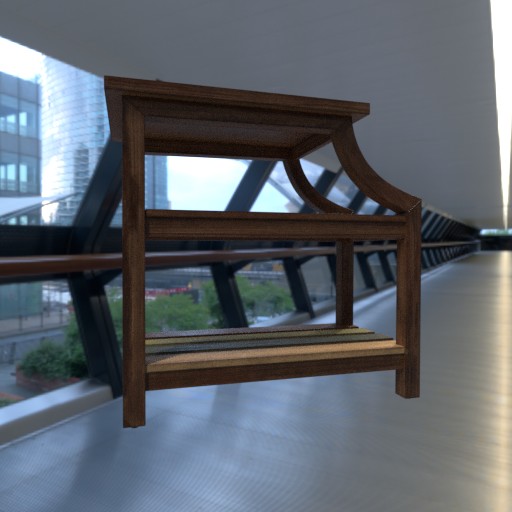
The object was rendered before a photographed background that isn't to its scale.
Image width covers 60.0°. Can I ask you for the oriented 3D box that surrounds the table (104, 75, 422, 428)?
[{"bbox_3d":[0.000,0.000,0.967,0.609,0.584,0.356,0,1,-16],"label":"table"}]
